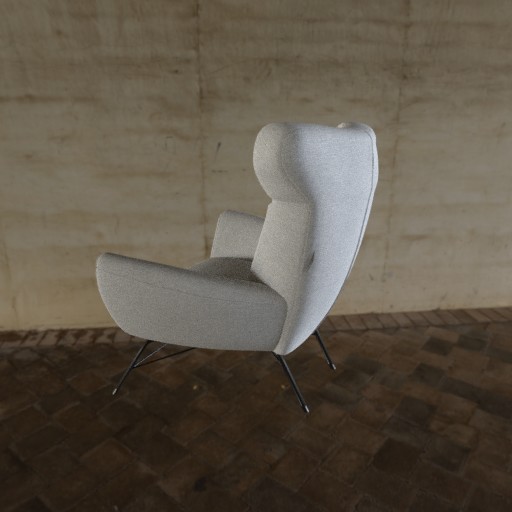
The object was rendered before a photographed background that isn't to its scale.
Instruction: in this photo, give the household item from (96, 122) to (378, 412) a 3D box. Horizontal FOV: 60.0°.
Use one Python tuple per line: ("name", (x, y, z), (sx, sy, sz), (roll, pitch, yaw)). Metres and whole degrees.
("household item", (0.000, 0.000, 1.812), (0.900, 1.050, 0.980), (8, 19, 25))
